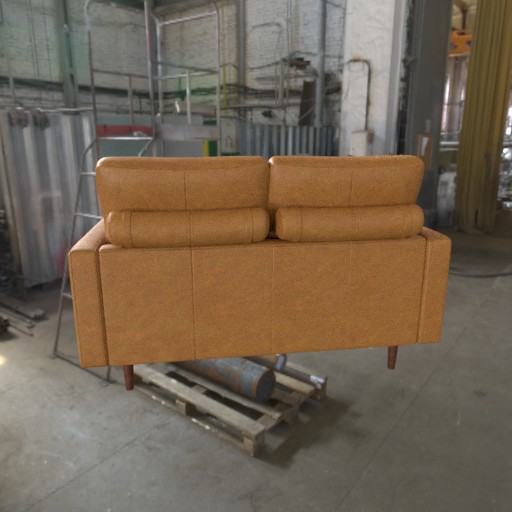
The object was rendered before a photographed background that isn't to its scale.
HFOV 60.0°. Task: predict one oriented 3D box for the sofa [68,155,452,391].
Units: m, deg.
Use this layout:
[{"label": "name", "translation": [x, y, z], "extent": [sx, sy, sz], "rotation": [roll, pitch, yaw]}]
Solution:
[{"label": "sofa", "translation": [0.000, 0.000, 1.995], "extent": [1.430, 0.898, 0.868], "rotation": [-2, 15, -8]}]
